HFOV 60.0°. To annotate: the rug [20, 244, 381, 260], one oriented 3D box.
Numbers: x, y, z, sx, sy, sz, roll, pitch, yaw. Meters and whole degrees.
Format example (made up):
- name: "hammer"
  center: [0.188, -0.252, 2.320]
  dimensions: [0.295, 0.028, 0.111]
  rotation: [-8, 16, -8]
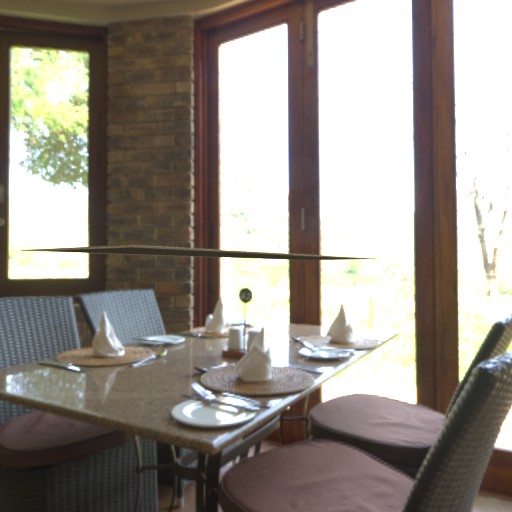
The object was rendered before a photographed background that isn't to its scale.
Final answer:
- name: "rug"
  center: [0.000, 0.000, 2.638]
  dimensions: [0.688, 0.005, 2.437]
  rotation: [-1, -2, 35]
